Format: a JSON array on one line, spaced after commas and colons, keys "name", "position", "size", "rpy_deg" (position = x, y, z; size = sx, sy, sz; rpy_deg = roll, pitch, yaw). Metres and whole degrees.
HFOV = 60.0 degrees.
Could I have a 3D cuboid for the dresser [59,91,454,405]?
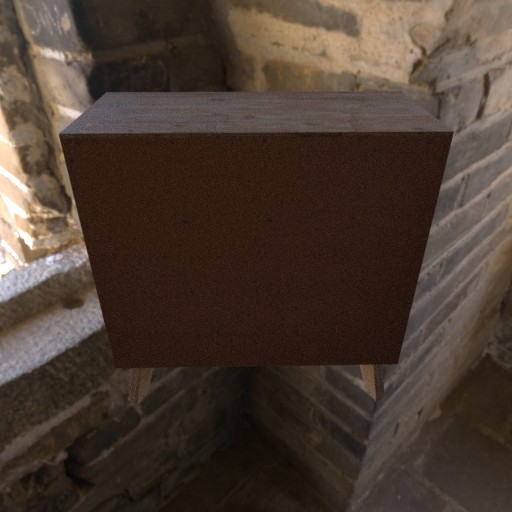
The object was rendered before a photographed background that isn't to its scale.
[{"name": "dresser", "position": [0.000, 0.000, 1.586], "size": [0.998, 1.029, 0.455], "rpy_deg": [-1, 33, -1]}]
